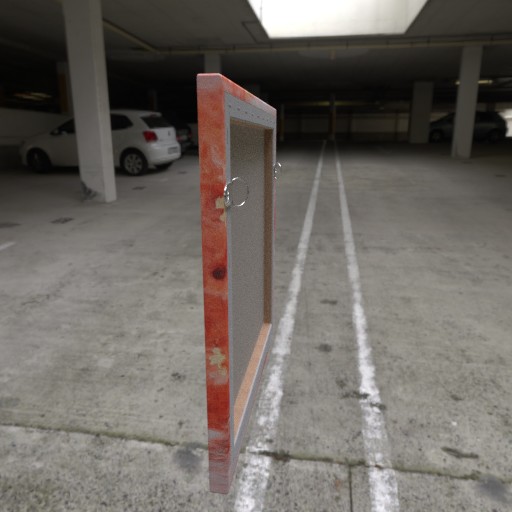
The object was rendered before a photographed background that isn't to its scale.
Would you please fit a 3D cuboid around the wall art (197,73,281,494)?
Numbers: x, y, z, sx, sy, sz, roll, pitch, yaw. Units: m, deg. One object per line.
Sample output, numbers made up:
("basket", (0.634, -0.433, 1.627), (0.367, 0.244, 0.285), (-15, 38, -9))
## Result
("wall art", (0.000, 0.000, 1.104), (0.064, 0.746, 0.747), (2, 14, 9))
